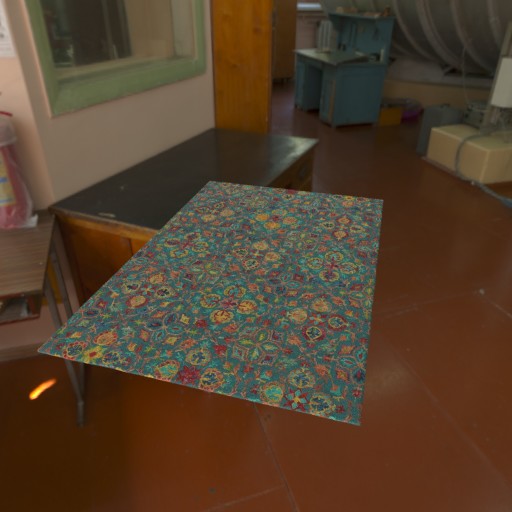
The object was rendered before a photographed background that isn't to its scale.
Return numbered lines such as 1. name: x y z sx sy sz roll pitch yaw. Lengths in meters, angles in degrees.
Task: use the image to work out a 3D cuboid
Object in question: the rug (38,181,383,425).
1. rug: 0.000 0.000 2.885 1.527 0.016 2.290 8 32 14
